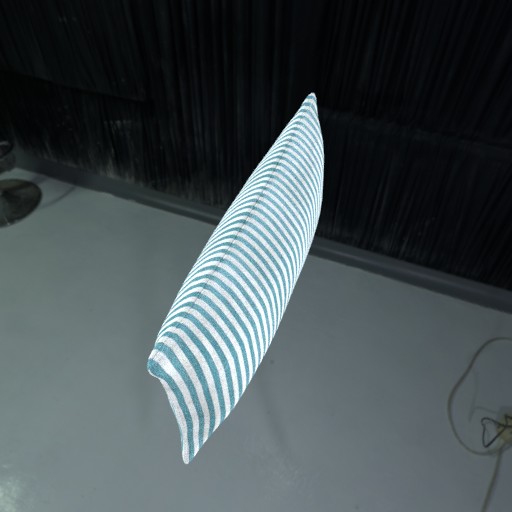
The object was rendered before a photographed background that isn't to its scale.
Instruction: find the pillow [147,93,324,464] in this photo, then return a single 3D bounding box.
[{"bbox_3d":[0.000,0.000,0.745,0.151,0.295,0.617,15,49,14],"label":"pillow"}]
